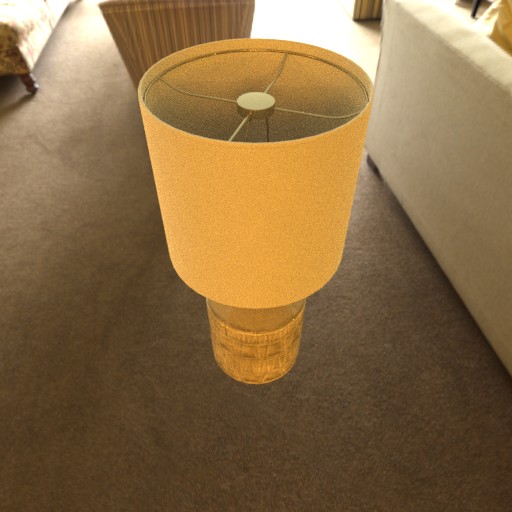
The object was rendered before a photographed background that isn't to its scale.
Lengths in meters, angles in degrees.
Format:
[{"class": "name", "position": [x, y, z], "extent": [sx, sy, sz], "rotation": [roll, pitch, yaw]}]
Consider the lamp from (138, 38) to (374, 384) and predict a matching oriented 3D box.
[{"class": "lamp", "position": [0.000, 0.000, 0.565], "extent": [0.211, 0.455, 0.211], "rotation": [25, 51, 23]}]
